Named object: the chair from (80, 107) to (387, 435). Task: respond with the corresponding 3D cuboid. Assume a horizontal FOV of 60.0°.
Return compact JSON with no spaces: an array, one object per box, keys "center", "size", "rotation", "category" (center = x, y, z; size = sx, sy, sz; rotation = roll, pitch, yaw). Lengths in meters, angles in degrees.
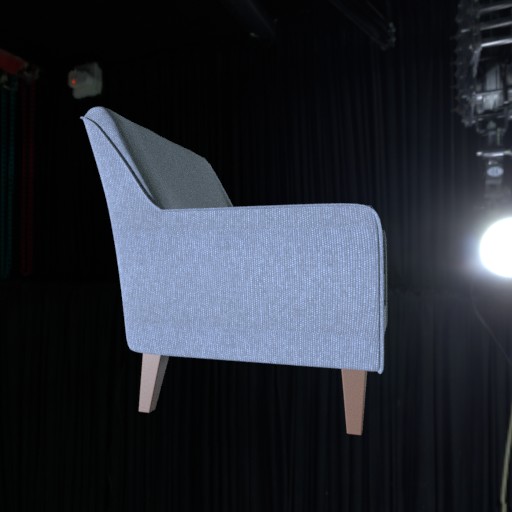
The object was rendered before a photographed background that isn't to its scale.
[{"center":[0.000,0.000,1.581],"size":[0.899,0.919,0.780],"rotation":[0,0,18],"category":"chair"}]
